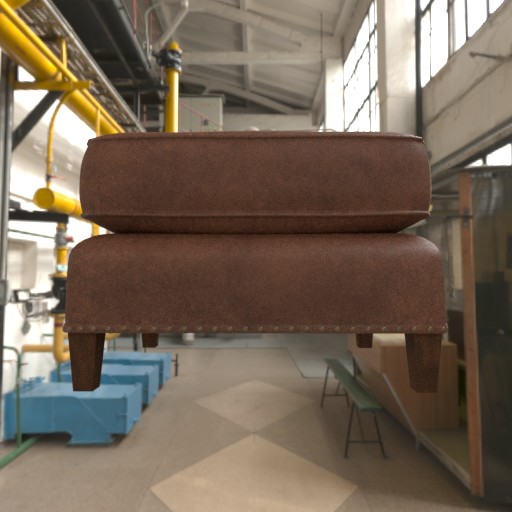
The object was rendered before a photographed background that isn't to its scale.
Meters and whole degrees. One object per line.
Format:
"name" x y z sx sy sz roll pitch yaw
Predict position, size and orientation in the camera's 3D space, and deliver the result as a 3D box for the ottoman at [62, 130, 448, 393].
"ottoman" 0.000 0.000 1.125 0.738 0.537 0.589 0 -2 1
